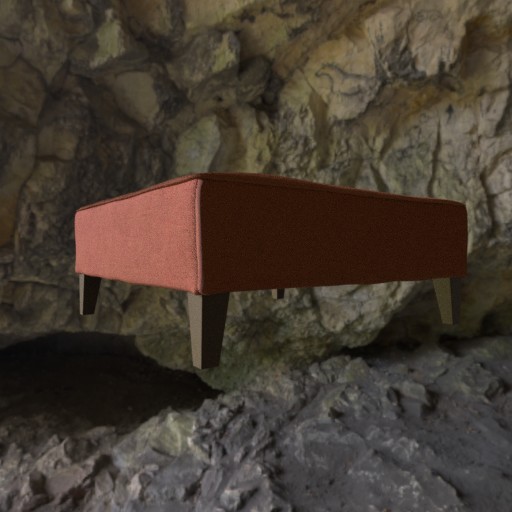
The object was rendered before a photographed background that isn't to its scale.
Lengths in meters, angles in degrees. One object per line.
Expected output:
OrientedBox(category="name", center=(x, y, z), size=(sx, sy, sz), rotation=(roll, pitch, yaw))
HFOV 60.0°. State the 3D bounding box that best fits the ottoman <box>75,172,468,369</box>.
OrientedBox(category="ottoman", center=(0.000, 0.000, 1.546), size=(0.997, 0.438, 0.999), rotation=(-1, 1, -36))
